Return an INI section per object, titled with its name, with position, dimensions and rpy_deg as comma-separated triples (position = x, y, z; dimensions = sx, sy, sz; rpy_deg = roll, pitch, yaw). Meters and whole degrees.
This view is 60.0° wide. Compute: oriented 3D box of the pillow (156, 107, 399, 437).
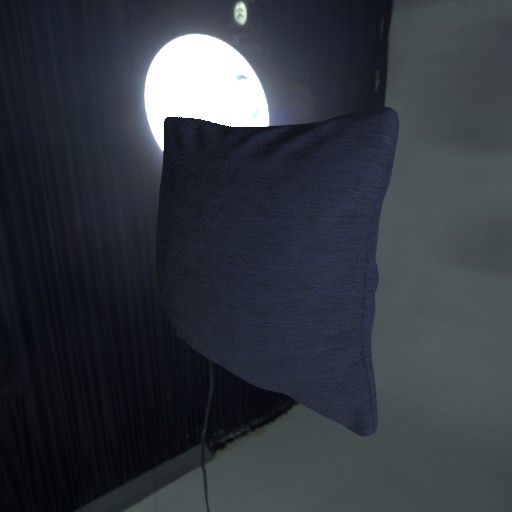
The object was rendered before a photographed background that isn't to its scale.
[pillow]
position = 0.000, 0.000, 0.668
dimensions = 0.432, 0.414, 0.246
rpy_deg = 15, 22, 43
